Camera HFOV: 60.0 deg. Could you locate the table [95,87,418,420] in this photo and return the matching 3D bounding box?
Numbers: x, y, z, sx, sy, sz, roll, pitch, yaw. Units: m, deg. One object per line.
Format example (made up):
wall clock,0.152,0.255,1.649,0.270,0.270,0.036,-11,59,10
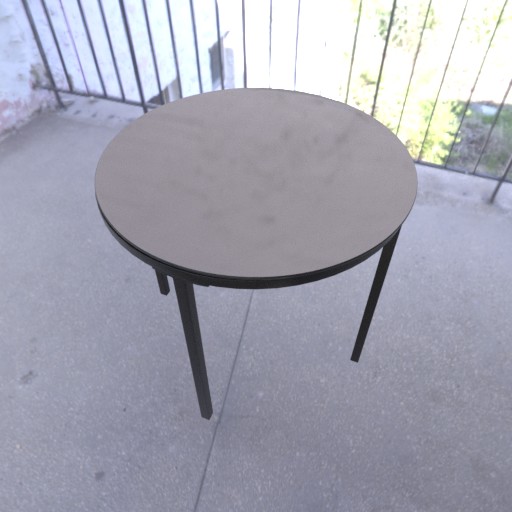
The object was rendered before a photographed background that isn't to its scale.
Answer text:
table,0.000,0.000,0.864,0.499,0.443,0.499,0,46,0
